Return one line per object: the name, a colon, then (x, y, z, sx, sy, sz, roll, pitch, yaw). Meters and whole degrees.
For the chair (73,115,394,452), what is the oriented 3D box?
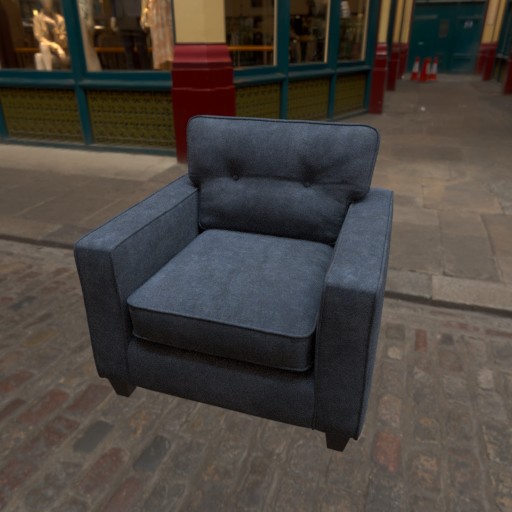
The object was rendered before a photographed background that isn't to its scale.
chair: (0.000, 0.000, 1.773, 1.015, 0.965, 0.939, 8, 28, 16)
